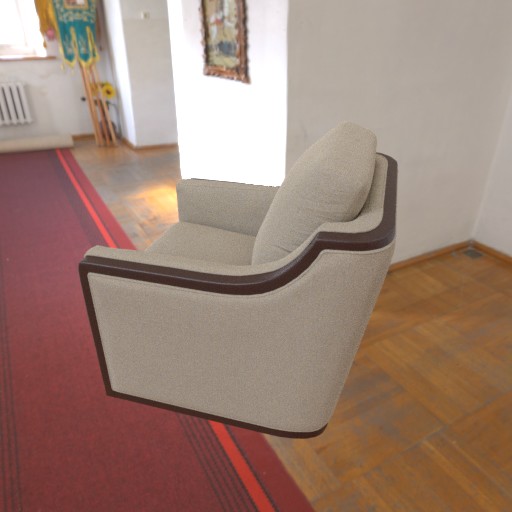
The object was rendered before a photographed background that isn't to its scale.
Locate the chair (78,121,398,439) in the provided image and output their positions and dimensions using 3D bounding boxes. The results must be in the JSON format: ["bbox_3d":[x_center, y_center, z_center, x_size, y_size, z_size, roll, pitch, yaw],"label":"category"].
[{"bbox_3d":[0.000,0.000,1.680,0.950,0.930,0.870,8,30,14],"label":"chair"}]
